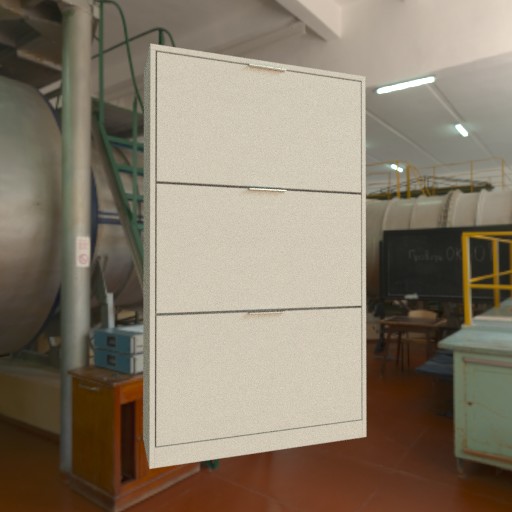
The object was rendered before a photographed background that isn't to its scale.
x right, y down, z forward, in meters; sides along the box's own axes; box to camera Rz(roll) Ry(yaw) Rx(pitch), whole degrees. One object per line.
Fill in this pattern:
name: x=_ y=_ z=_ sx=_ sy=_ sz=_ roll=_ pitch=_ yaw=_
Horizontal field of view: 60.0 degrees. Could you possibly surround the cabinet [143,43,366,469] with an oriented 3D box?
cabinet: x=0.000 y=0.000 z=1.559 sx=0.750 sy=1.280 sz=0.250 roll=0 pitch=-1 yaw=-19
